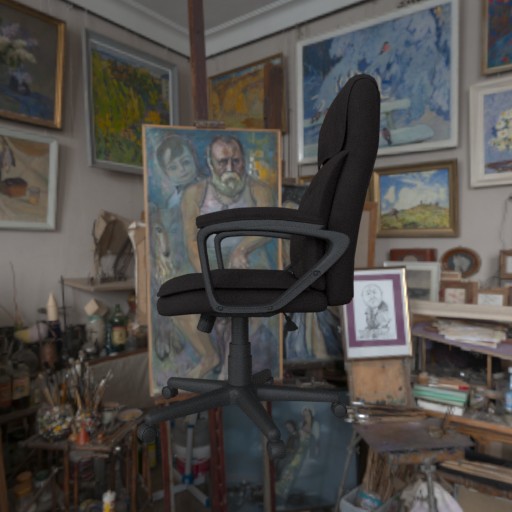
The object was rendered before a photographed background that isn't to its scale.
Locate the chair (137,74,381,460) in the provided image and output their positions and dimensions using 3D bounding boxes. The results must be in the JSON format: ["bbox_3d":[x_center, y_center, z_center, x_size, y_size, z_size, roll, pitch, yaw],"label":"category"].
[{"bbox_3d":[0.000,0.000,1.513,0.724,1.105,0.667,0,1,-1],"label":"chair"}]
